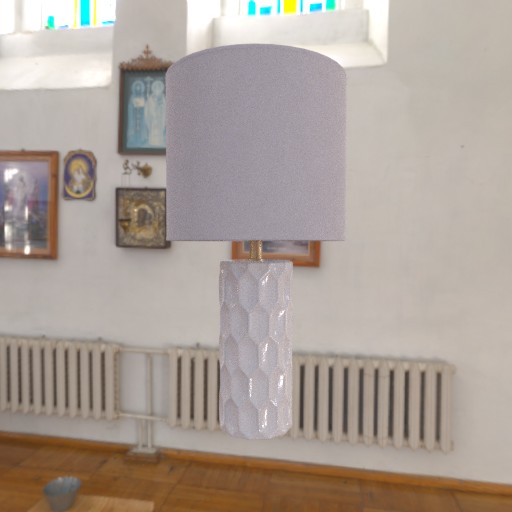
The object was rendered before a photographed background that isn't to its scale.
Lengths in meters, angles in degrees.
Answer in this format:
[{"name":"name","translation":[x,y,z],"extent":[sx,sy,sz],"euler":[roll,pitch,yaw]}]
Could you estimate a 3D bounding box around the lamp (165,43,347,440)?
[{"name":"lamp","translation":[0.000,0.000,0.697],"extent":[0.277,0.537,0.277],"euler":[-1,2,-35]}]
